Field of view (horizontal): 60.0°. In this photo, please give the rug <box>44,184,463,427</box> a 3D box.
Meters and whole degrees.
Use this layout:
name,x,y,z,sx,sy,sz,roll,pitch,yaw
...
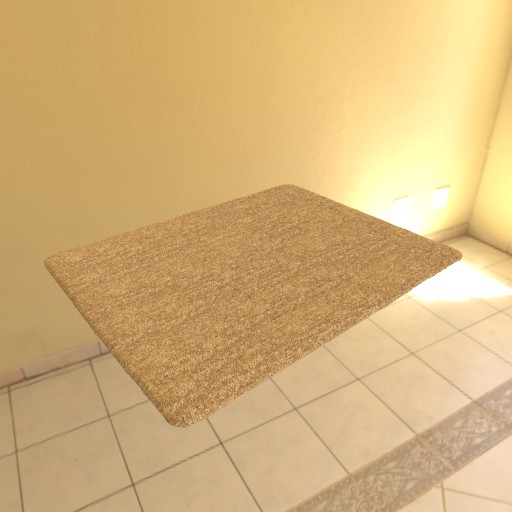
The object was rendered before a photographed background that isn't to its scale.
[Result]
name,x,y,z,sx,sy,sz,roll,pitch,yaw
rug,0.000,0.000,3.746,2.873,0.050,2.242,-22,36,-33
